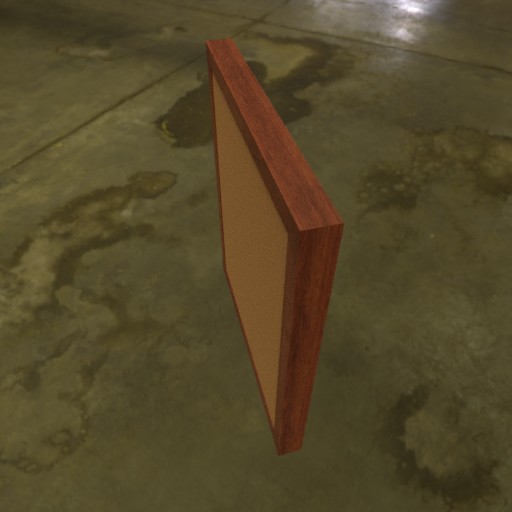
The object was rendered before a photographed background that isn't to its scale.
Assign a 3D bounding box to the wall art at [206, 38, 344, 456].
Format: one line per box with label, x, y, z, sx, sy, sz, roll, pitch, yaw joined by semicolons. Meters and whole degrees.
wall art;0.000;0.000;0.531;0.030;0.381;0.330;-11;47;-10
